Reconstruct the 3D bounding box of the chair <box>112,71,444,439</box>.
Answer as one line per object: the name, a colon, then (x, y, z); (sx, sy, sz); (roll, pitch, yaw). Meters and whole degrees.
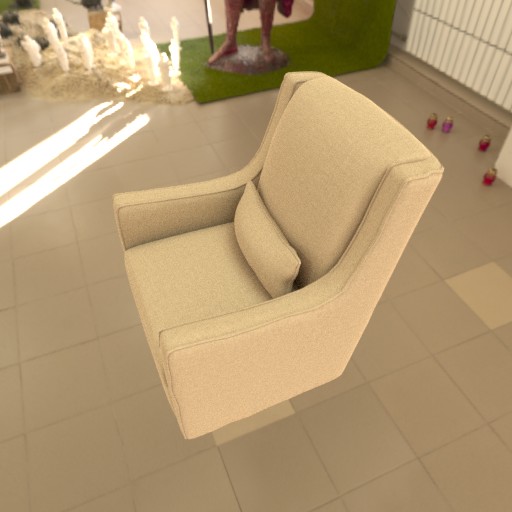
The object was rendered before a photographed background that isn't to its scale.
chair: (0.000, 0.000, 1.574); (0.879, 0.993, 0.732); (-17, 48, -16)
